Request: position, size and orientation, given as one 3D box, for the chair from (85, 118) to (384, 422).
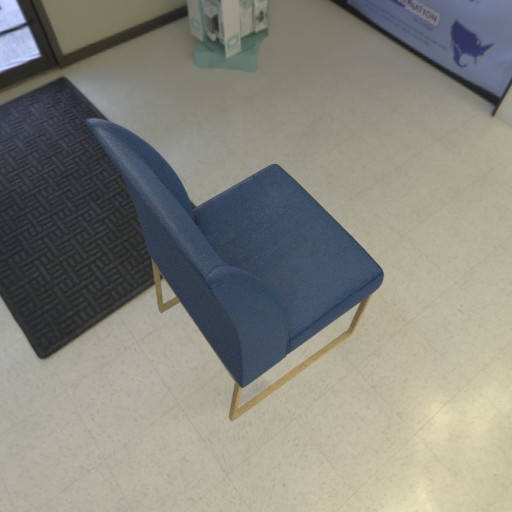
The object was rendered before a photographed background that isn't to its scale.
[{"bbox_3d":[0.000,0.000,1.206,0.522,0.863,0.508,-31,63,-18],"label":"chair"}]
